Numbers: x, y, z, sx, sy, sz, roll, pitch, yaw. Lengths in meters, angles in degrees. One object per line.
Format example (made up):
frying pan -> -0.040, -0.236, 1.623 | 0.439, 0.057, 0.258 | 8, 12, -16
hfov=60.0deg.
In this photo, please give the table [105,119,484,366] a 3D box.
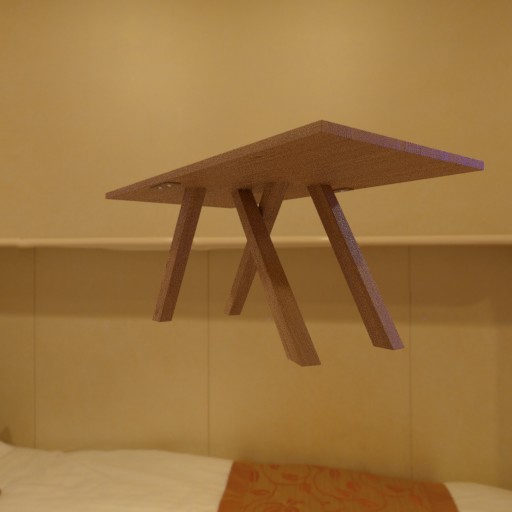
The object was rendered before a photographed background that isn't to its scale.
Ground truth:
table -> 0.000, 0.000, 2.196 | 0.901, 0.750, 1.797 | 0, 0, -37
